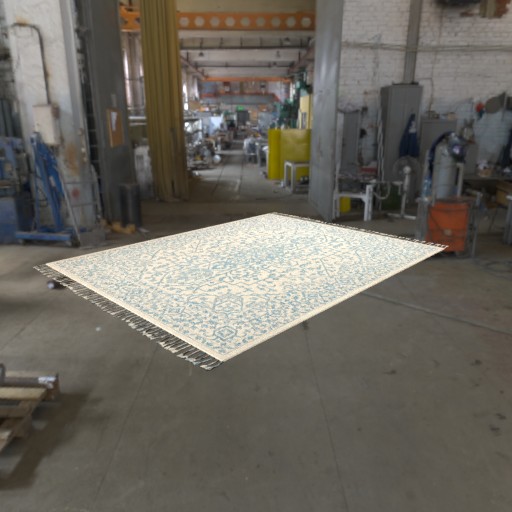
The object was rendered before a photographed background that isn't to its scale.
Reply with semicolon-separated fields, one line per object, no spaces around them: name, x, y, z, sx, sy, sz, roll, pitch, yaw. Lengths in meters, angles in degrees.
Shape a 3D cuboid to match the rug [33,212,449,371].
rug;0.000;0.000;4.311;2.464;0.010;3.327;16;24;42
